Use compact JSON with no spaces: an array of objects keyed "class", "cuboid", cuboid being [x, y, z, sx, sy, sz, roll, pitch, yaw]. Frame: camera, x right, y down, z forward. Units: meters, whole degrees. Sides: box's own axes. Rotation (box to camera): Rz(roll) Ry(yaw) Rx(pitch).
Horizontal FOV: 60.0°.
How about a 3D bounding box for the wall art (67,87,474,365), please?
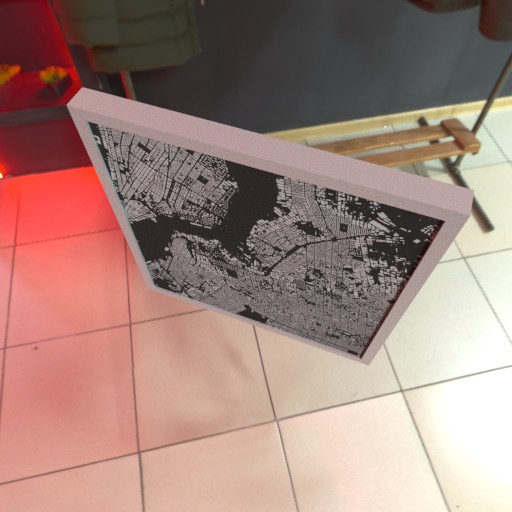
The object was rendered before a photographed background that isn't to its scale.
[{"class":"wall art","cuboid":[0.000,0.000,0.747,0.506,0.506,0.038,18,60,11]}]
